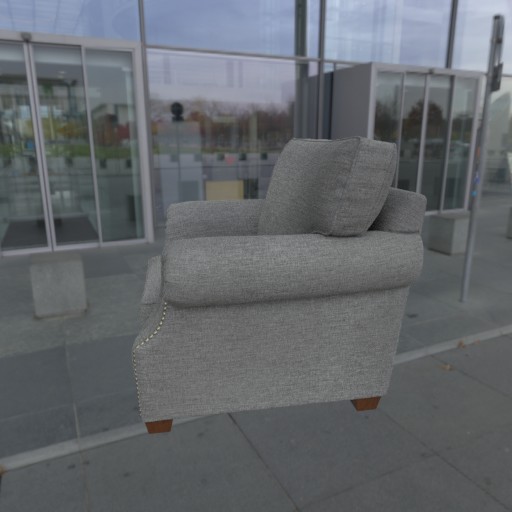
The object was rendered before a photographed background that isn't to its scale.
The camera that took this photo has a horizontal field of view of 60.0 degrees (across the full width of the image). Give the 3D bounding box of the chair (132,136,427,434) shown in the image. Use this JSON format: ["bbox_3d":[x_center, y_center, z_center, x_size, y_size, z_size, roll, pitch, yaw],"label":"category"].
[{"bbox_3d":[0.000,0.000,1.850,0.965,0.961,1.092,-3,15,-10],"label":"chair"}]
